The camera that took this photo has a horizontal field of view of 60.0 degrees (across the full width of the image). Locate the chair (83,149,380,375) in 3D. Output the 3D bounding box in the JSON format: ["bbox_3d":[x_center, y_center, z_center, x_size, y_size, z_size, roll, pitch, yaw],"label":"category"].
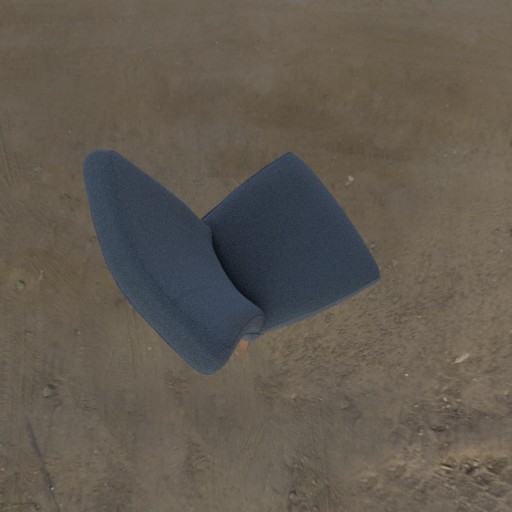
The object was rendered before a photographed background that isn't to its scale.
[{"bbox_3d":[0.000,0.000,1.356,0.660,0.991,0.520,-31,77,-8],"label":"chair"}]
